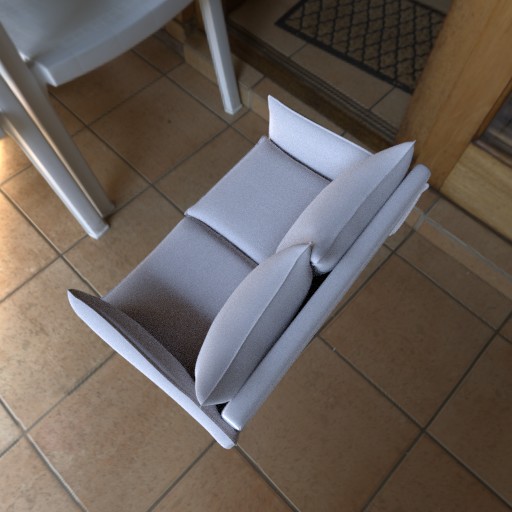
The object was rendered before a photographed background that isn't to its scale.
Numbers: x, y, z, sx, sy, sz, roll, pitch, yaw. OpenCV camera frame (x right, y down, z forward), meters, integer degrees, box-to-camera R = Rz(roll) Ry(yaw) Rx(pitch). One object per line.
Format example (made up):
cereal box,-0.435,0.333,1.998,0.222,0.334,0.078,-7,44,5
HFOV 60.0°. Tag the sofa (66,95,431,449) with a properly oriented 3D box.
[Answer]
sofa,0.000,0.000,1.868,0.820,0.840,1.300,36,69,16
